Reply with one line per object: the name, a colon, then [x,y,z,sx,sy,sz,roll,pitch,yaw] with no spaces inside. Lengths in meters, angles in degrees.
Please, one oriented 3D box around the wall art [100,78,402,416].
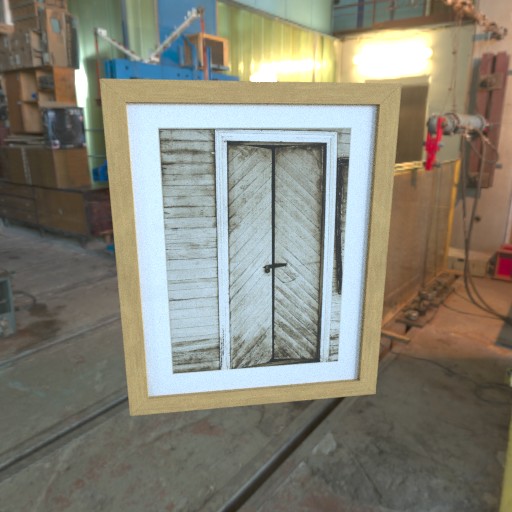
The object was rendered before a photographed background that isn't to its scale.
wall art: [0.000,0.000,0.519,0.312,0.380,0.030,-2,16,-8]
